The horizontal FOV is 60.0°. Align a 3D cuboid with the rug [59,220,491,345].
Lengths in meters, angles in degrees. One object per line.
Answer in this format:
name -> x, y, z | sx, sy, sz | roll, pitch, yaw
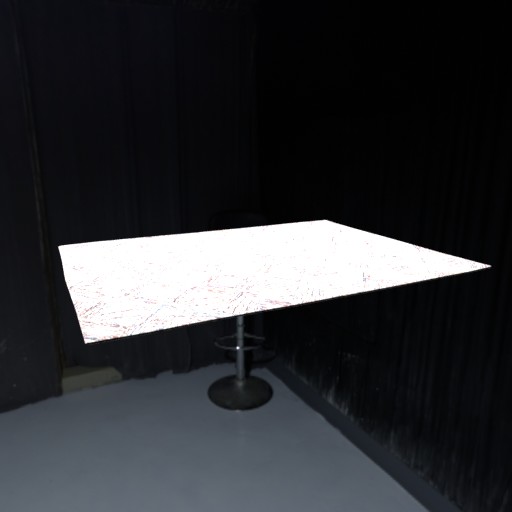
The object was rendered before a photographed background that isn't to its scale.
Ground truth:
rug -> 0.000, 0.000, 4.055 | 3.226, 0.024, 2.436 | -7, 17, -25
